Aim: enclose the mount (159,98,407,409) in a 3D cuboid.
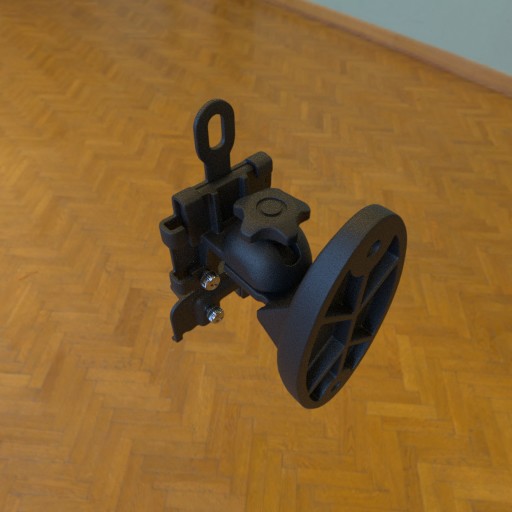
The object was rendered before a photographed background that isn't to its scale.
[{"bbox_3d":[0.000,0.000,0.181,0.066,0.118,0.100,-33,55,-27],"label":"mount"}]
